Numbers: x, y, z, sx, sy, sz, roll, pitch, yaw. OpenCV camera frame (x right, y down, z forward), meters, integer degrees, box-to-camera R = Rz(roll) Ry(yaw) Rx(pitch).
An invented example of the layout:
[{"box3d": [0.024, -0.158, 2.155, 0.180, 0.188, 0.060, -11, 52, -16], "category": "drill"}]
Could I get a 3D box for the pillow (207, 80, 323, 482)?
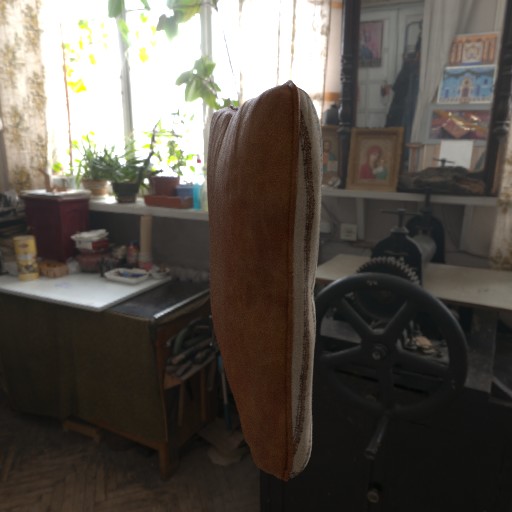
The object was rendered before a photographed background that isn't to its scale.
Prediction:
[{"box3d": [0.000, 0.000, 0.719, 0.130, 0.490, 0.489, -3, 15, -11], "category": "pillow"}]
